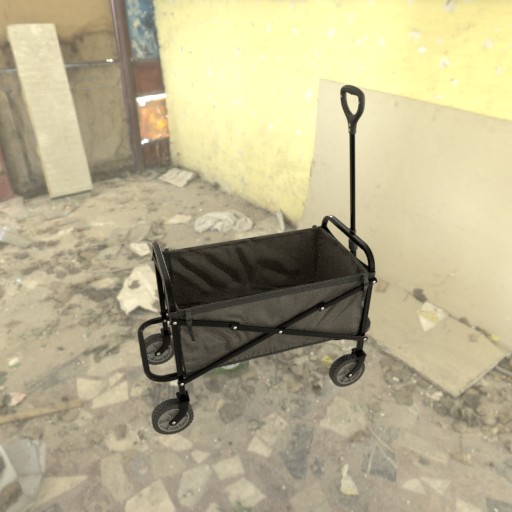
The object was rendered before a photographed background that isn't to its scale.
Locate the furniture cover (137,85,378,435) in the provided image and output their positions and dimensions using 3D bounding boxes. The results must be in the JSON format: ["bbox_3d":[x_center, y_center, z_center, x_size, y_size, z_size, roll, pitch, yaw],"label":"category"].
[{"bbox_3d":[0.000,0.000,1.834,1.038,1.295,0.532,-10,32,-16],"label":"furniture cover"}]
